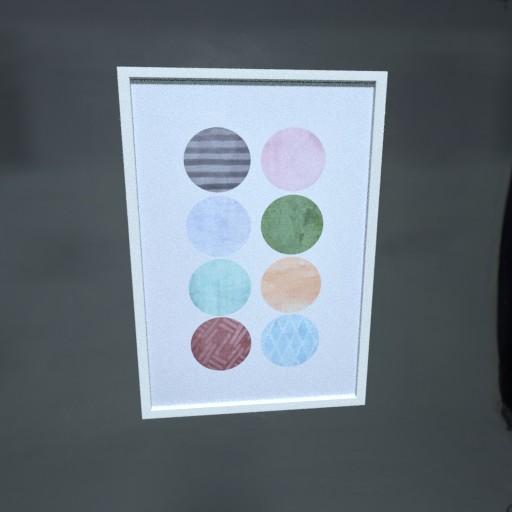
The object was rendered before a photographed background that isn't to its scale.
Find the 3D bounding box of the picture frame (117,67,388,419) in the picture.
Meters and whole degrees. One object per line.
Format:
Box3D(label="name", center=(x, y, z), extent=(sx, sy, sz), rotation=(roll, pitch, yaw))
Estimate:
Box3D(label="picture frame", center=(0.000, 0.000, 0.556), extent=(0.305, 0.434, 0.013), rotation=(-2, 14, -6))
